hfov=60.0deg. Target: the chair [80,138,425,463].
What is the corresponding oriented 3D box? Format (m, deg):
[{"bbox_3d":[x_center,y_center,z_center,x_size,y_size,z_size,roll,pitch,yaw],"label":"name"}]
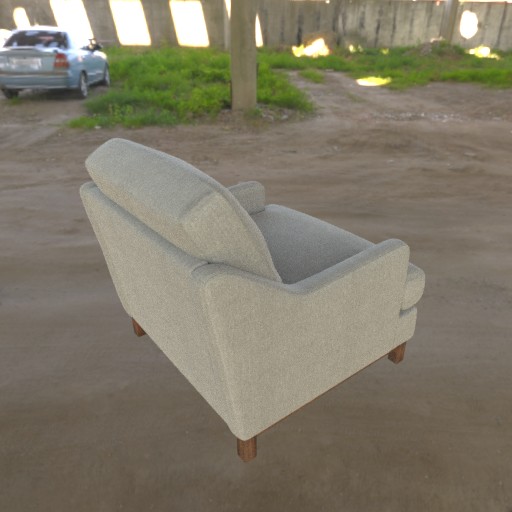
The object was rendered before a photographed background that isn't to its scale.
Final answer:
[{"bbox_3d":[0.000,0.000,1.543,0.892,0.821,0.826,-19,33,-33],"label":"chair"}]
